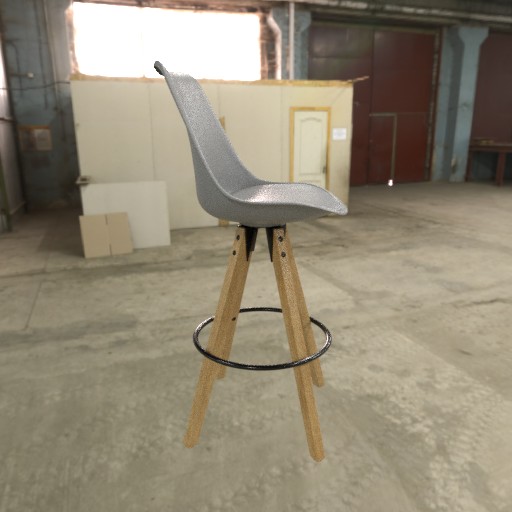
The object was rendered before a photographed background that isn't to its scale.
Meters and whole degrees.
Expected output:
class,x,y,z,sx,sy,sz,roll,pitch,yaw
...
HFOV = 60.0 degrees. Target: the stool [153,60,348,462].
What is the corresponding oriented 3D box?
class,x,y,z,sx,sy,sz,roll,pitch,yaw
stool,0.000,0.000,1.392,0.550,1.115,0.485,2,16,8
